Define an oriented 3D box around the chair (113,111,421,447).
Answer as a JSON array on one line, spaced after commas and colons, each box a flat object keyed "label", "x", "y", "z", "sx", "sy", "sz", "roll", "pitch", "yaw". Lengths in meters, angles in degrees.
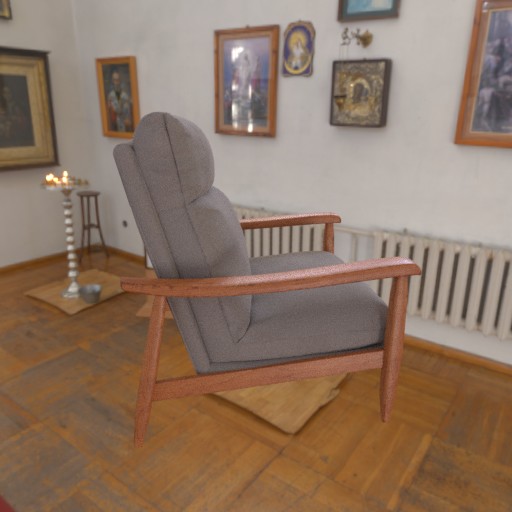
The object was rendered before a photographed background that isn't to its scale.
[{"label": "chair", "x": 0.000, "y": 0.000, "z": 1.511, "sx": 0.816, "sy": 0.922, "sz": 0.782, "roll": -2, "pitch": 17, "yaw": -8}]
